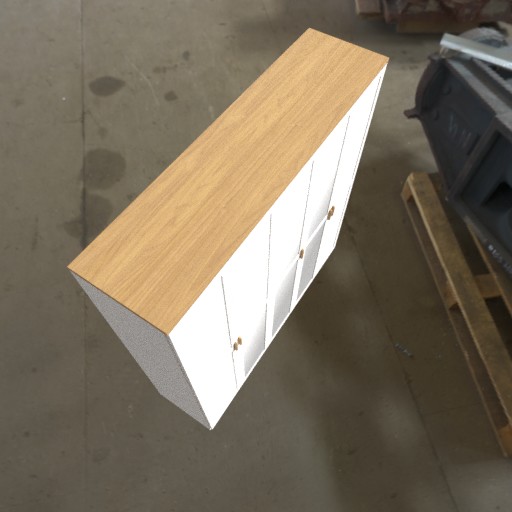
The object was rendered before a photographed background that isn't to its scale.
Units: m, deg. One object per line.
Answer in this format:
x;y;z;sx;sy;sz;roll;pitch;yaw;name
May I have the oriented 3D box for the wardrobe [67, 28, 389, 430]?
0.000;0.000;3.321;0.590;2.260;2.160;29;63;17;wardrobe
